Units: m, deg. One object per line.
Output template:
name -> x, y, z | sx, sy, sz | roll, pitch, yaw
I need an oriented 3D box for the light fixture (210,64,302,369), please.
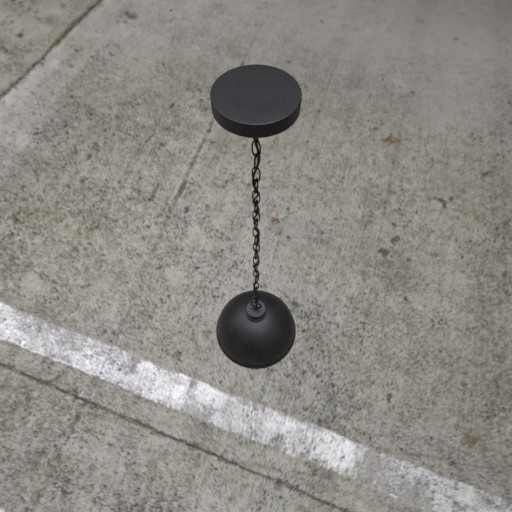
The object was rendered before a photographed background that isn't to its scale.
light fixture -> 0.000, 0.000, 1.237 | 0.304, 1.090, 0.304 | 17, 60, 10
